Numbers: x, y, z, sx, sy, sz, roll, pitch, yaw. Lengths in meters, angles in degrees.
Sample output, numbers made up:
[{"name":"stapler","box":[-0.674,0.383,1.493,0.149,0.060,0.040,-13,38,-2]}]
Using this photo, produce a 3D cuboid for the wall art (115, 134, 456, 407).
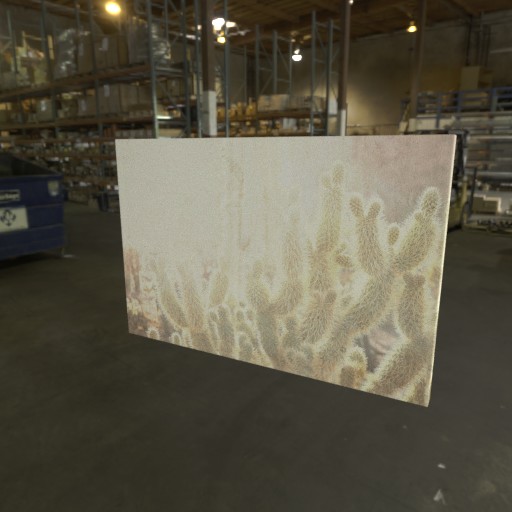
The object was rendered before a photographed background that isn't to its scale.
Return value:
[{"name":"wall art","box":[0.000,0.000,1.177,0.916,0.608,0.040,7,15,27]}]
